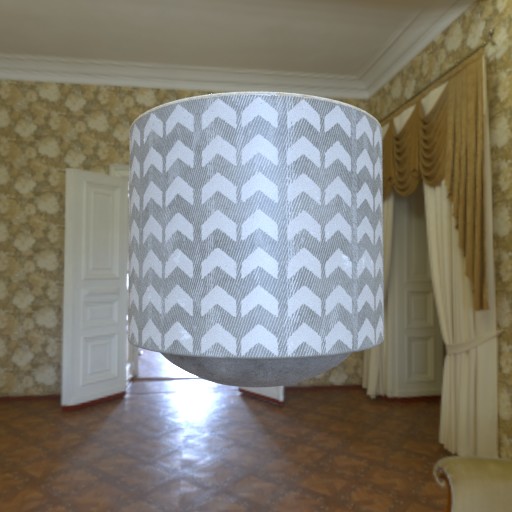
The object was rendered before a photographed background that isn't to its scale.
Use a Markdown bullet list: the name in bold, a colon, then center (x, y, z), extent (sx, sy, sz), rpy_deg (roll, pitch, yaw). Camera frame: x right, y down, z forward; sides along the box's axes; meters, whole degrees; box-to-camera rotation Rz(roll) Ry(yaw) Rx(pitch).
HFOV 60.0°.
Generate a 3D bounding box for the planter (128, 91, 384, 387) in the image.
- **planter**: center (0.000, 0.000, 0.452), extent (0.250, 0.239, 0.250), rpy_deg (0, -2, 0)
